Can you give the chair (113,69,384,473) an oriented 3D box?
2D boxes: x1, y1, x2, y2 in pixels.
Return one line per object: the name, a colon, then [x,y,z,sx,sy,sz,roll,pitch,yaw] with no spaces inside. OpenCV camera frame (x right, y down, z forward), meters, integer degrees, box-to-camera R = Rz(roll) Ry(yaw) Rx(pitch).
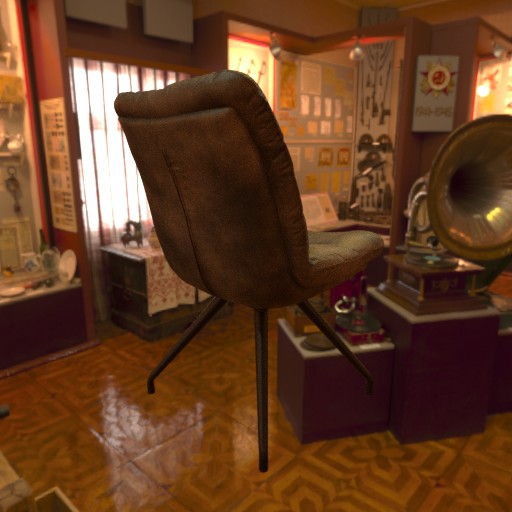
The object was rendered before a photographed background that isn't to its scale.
chair: [0.000,0.000,1.244,0.549,0.870,0.622,13,19,43]
